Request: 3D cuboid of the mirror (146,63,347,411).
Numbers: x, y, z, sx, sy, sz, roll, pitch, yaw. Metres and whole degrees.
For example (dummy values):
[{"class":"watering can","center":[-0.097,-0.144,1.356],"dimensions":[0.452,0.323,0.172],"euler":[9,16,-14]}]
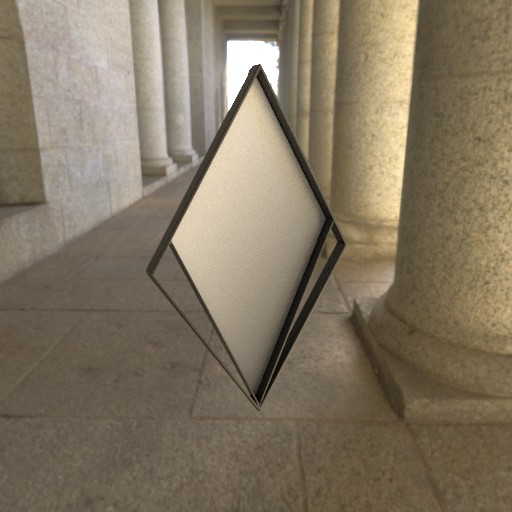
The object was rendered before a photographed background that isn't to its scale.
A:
[{"class":"mirror","center":[0.000,0.000,0.850],"dimensions":[0.419,0.679,0.032],"euler":[-9,19,-27]}]
